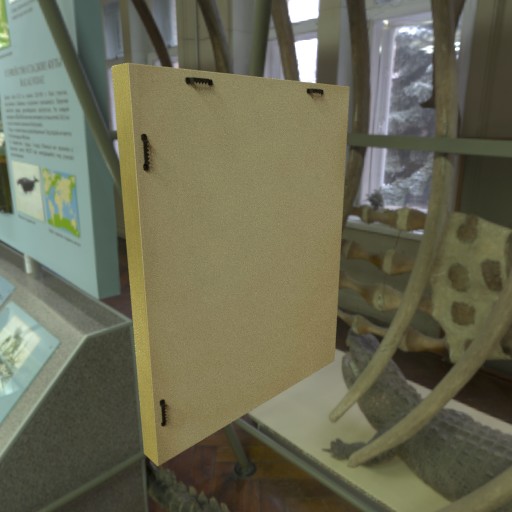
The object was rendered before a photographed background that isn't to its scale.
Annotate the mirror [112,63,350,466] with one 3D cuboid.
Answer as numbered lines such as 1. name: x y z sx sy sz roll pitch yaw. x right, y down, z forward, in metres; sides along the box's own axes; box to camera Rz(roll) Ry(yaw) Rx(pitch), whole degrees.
1. mirror: 0.000 0.000 0.679 0.405 0.508 0.041 -15 22 -42
